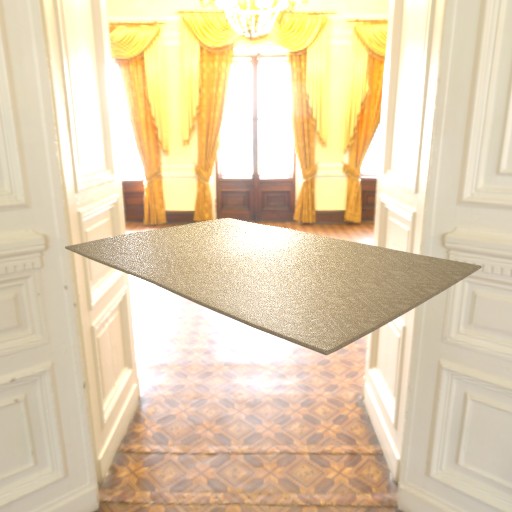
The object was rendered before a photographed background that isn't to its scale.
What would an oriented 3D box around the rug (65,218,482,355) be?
[{"bbox_3d":[0.000,0.000,2.325,1.829,0.034,1.252,15,22,43],"label":"rug"}]
